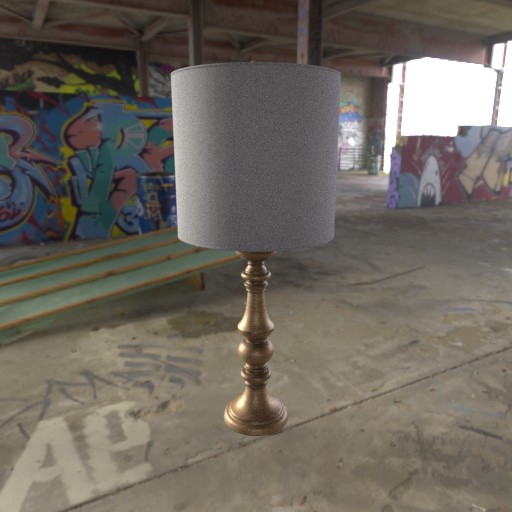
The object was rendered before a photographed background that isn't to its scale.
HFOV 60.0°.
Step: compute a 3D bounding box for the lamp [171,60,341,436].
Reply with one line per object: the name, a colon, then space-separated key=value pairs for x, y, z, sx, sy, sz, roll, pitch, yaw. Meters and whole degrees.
lamp: x=0.000 y=0.000 z=0.729 sx=0.250 sy=0.597 sz=0.250 roll=-2 pitch=15 yaw=-9
